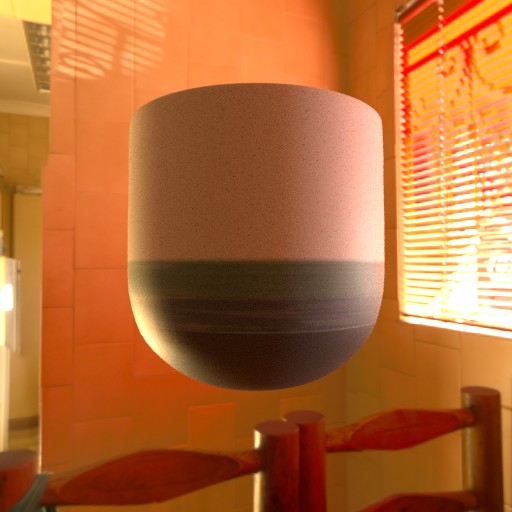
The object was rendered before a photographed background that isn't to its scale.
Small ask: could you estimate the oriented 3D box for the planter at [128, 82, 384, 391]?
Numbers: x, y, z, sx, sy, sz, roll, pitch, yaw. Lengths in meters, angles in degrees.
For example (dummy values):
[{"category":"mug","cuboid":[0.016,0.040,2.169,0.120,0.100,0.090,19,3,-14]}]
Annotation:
[{"category":"planter","cuboid":[0.000,0.000,0.482,0.268,0.270,0.268,0,-2,0]}]
